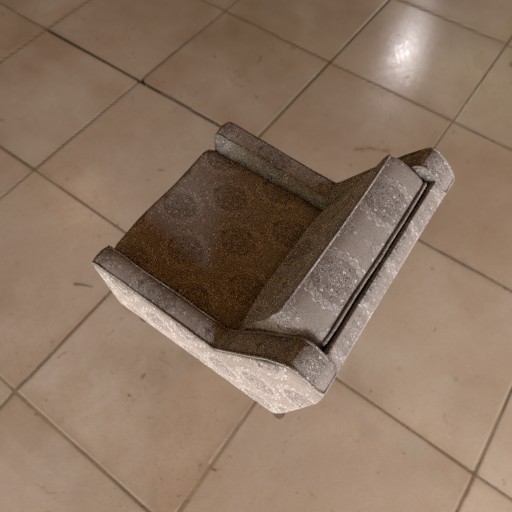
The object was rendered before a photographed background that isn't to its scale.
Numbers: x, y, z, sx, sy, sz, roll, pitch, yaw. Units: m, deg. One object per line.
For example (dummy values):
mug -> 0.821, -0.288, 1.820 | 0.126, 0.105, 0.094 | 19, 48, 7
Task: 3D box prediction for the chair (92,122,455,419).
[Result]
chair -> 0.000, 0.000, 1.352 | 0.750, 0.797, 0.665 | 32, 67, 15
